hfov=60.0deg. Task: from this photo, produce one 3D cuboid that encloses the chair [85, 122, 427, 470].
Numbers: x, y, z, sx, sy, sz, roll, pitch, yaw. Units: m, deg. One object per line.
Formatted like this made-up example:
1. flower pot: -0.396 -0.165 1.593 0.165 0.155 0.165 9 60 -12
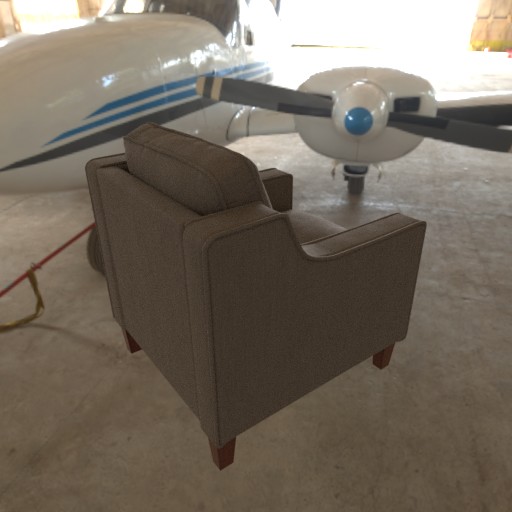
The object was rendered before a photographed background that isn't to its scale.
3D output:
1. chair: 0.000 0.000 1.672 0.909 0.960 0.831 -19 33 -32
